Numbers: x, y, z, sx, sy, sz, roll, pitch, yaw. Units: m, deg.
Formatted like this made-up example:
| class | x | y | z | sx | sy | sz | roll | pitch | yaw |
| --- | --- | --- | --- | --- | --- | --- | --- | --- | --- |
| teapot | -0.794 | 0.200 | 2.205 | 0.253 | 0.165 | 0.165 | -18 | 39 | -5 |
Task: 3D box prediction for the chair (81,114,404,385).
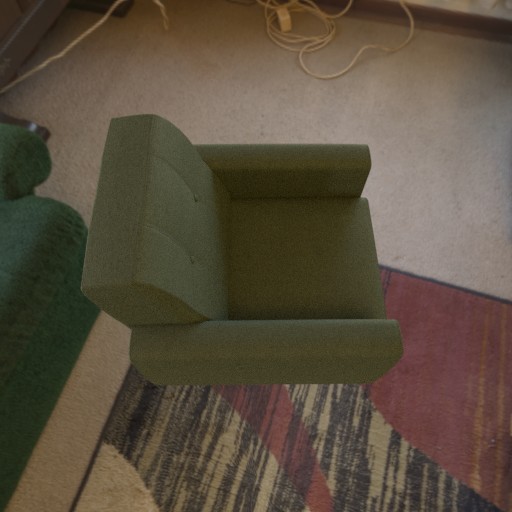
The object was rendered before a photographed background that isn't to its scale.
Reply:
| class | x | y | z | sx | sy | sz | roll | pitch | yaw |
| --- | --- | --- | --- | --- | --- | --- | --- | --- | --- |
| chair | 0.000 | 0.000 | 1.597 | 0.909 | 0.841 | 0.831 | -1 | 63 | 0 |
